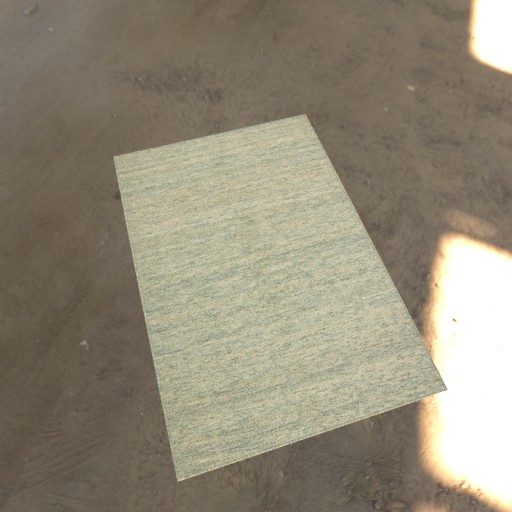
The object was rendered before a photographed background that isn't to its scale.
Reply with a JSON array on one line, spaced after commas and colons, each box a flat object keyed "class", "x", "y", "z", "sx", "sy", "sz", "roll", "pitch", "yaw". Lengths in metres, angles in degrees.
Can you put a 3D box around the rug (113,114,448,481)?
[{"class": "rug", "x": 0.000, "y": 0.000, "z": 2.351, "sx": 1.250, "sy": 0.015, "sz": 1.850, "roll": -15, "pitch": 61, "yaw": -9}]
